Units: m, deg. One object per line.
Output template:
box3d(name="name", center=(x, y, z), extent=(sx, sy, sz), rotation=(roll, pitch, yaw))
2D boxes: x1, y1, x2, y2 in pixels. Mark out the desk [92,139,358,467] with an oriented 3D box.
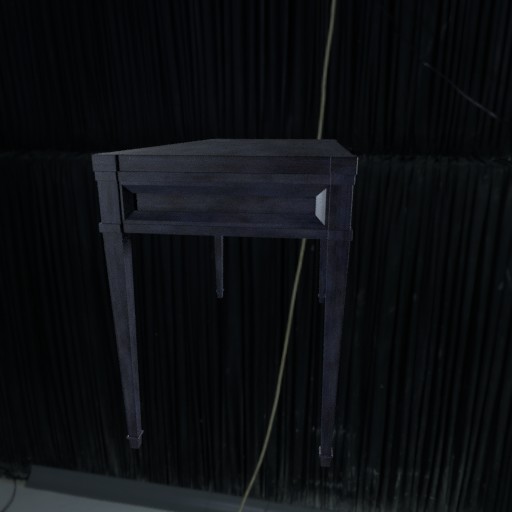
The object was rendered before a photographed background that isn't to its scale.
box3d(name="desk", center=(0.000, 0.000, 1.761), extent=(0.630, 0.861, 1.289), rotation=(2, 17, 7))
